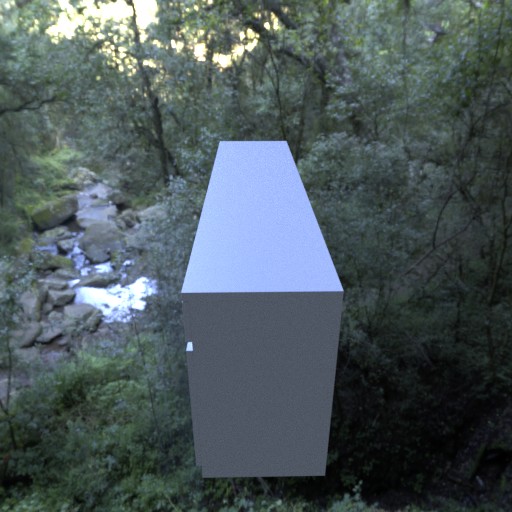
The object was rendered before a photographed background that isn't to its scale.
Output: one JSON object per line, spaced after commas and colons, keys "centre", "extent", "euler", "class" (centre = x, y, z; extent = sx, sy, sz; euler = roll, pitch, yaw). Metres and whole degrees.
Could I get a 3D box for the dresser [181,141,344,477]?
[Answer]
{"centre": [0.000, 0.000, 2.534], "extent": [0.500, 0.840, 2.200], "euler": [0, 26, -1], "class": "dresser"}
